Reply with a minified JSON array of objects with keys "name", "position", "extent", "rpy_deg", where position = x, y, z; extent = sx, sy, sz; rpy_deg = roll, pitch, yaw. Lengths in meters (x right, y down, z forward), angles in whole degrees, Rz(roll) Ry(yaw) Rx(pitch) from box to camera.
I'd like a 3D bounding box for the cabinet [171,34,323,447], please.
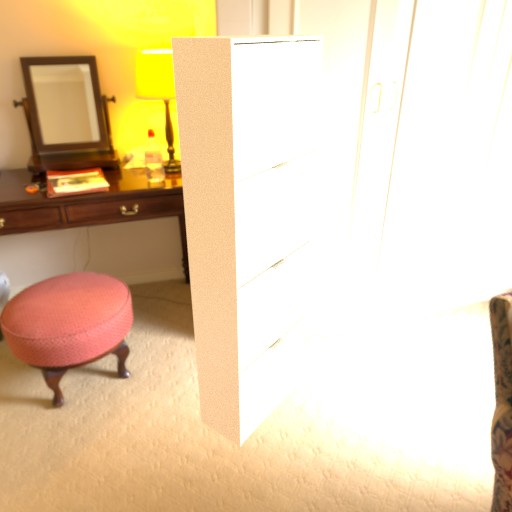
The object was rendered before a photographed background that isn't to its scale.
[{"name":"cabinet","position":[0.000,0.000,1.834],"extent":[0.255,1.630,0.520],"rpy_deg":[19,33,32]}]
